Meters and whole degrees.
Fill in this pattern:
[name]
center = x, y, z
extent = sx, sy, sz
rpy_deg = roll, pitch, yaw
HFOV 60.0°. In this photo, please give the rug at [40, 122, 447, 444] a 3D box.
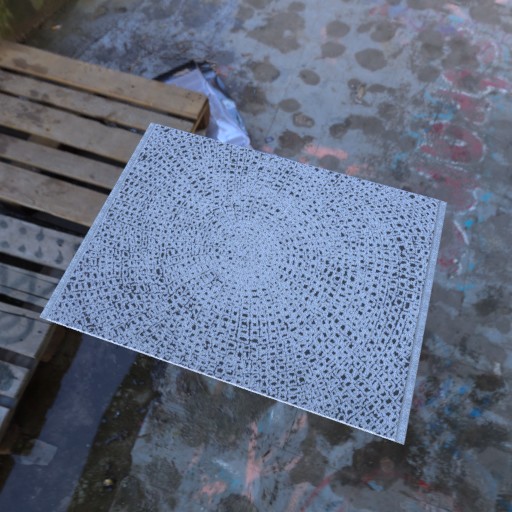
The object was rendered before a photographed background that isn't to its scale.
[rug]
center = 0.000, 0.000, 2.106
extent = 1.634, 0.003, 1.190
rpy_deg = 17, 65, 8
